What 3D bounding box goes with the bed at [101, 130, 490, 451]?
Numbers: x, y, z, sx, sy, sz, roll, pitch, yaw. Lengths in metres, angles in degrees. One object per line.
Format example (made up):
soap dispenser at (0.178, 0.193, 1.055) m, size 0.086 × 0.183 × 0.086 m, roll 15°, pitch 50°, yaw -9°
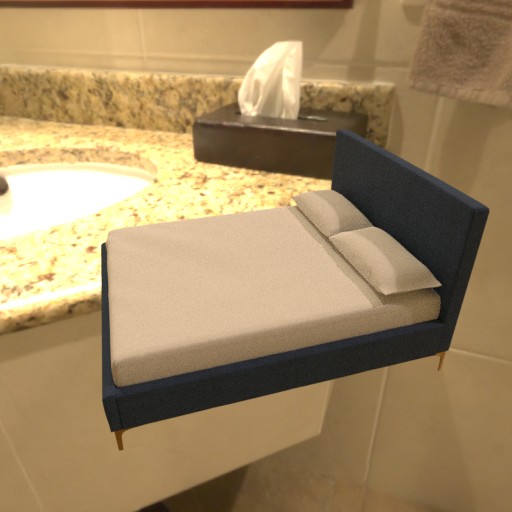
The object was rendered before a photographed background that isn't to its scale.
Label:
bed at (0.000, 0.000, 3.143) m, size 2.172 × 1.231 × 1.723 m, roll -9°, pitch 32°, yaw -15°
